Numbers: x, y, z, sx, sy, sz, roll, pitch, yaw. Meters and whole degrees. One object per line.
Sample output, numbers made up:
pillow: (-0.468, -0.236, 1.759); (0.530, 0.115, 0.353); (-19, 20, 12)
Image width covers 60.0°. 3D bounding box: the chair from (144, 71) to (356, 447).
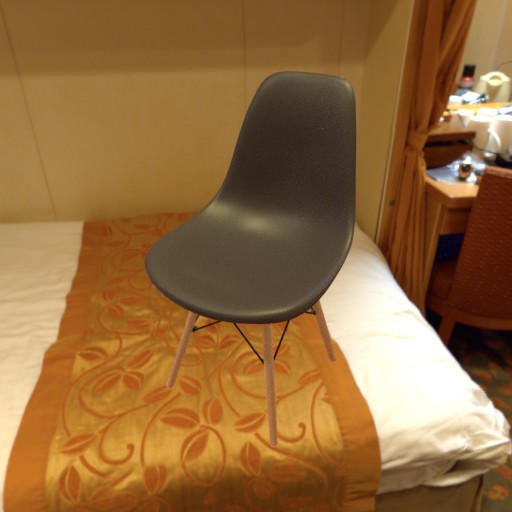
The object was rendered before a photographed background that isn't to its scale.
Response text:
chair: (0.000, 0.000, 1.156); (0.470, 0.825, 0.533); (18, 36, 27)
